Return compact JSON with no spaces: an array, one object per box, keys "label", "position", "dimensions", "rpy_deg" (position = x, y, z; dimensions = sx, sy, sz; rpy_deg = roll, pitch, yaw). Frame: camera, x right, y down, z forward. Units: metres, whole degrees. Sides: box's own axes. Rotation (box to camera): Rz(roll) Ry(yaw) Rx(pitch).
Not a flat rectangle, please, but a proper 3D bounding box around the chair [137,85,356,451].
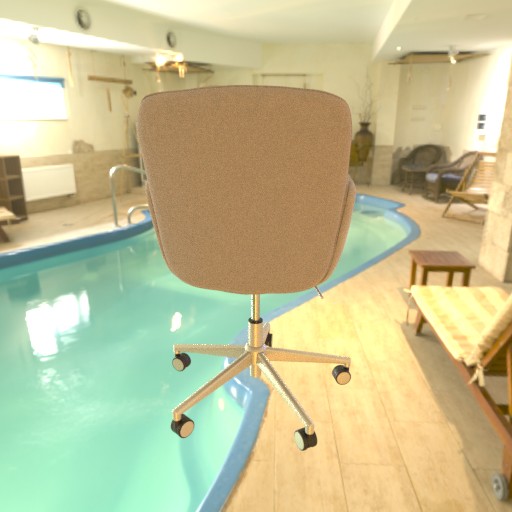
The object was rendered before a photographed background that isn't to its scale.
[{"label":"chair","position":[0.000,0.000,1.383],"dimensions":[0.648,0.959,0.654],"rpy_deg":[3,18,8]}]
